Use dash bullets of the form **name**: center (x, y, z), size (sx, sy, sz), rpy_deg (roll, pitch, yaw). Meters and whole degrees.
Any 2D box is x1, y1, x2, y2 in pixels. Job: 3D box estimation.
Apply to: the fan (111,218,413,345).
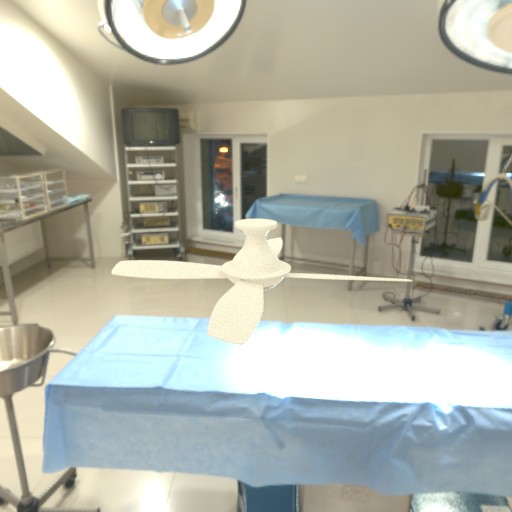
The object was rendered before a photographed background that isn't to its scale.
- **fan**: center (0.000, 0.000, 2.483), size (1.694, 0.382, 1.693), rpy_deg (2, 16, 8)
